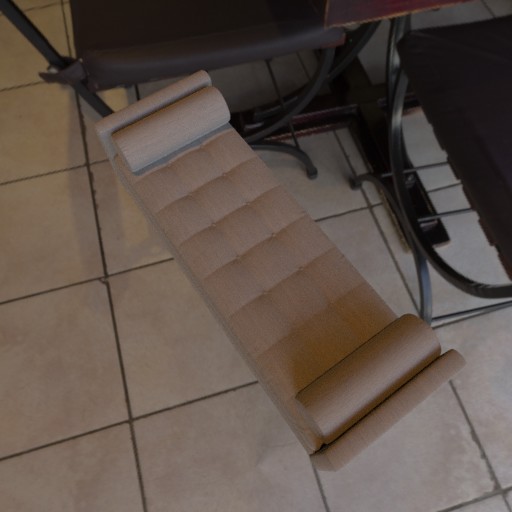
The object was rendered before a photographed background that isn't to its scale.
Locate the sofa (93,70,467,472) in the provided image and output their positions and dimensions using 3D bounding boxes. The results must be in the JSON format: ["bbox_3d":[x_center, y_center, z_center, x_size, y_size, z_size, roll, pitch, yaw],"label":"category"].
[{"bbox_3d":[0.000,0.000,2.287,0.686,0.635,1.981,-32,69,-14],"label":"sofa"}]
